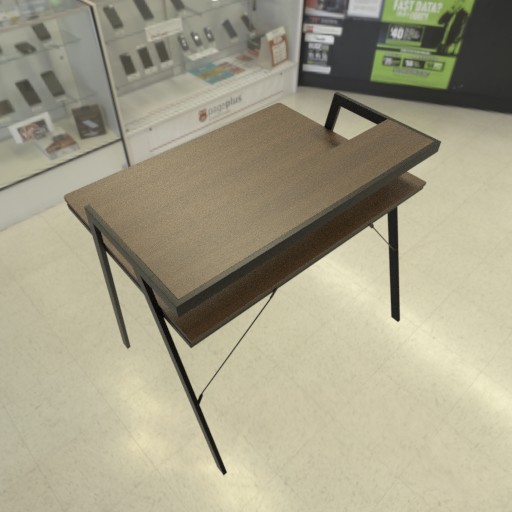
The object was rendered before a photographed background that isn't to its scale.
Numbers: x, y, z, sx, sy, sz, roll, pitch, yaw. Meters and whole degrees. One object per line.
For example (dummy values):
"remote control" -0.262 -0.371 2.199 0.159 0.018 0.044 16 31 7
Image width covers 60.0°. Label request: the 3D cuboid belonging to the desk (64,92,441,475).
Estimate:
"desk" 0.000 0.000 1.897 1.143 0.998 0.936 -32 54 -27
